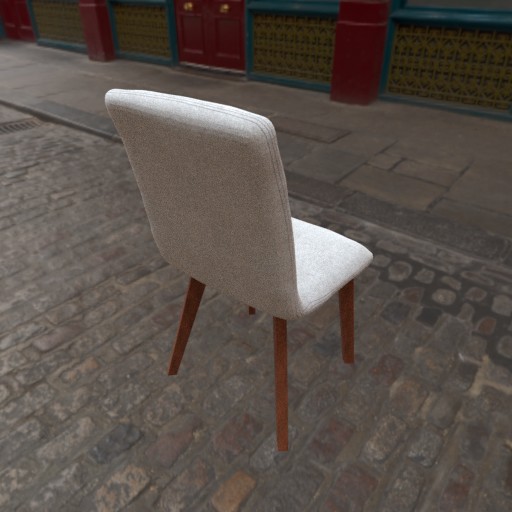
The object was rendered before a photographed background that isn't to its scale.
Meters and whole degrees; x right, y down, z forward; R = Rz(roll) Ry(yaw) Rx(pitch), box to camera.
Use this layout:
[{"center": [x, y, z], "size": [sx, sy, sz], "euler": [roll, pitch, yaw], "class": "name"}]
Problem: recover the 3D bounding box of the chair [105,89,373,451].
[{"center": [0.000, 0.000, 1.292], "size": [0.522, 0.974, 0.563], "euler": [22, 38, 32], "class": "chair"}]
